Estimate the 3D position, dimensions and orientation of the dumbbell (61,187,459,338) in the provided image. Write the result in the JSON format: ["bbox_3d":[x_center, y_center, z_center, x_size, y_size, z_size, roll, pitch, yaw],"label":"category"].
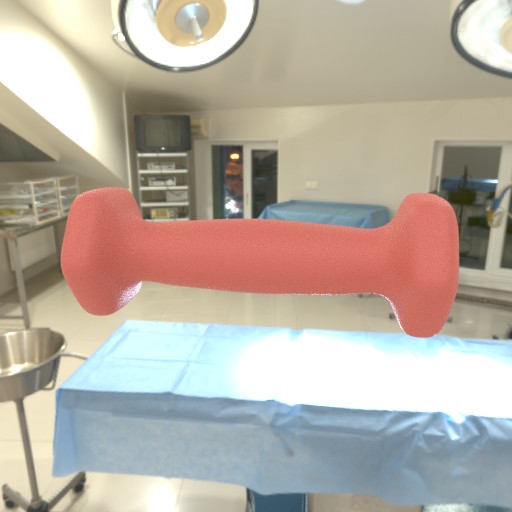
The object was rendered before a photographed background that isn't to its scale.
[{"bbox_3d":[0.000,0.000,0.149,0.123,0.043,0.047,2,15,9],"label":"dumbbell"}]
